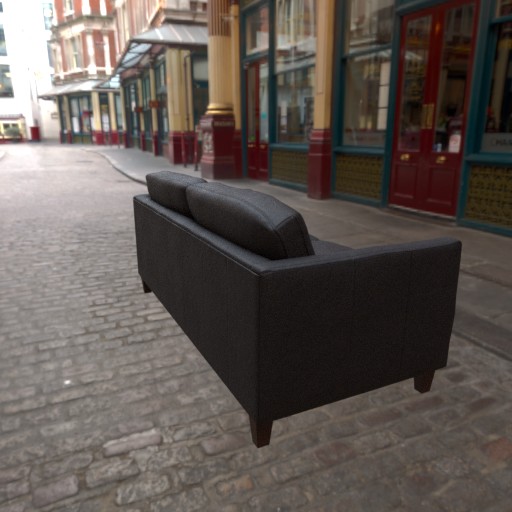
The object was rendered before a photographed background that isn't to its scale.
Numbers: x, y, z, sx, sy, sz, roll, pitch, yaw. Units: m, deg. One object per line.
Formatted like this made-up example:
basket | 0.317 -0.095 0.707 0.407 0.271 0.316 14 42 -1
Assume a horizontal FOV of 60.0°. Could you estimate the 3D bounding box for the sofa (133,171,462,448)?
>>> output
sofa | 0.000 0.000 2.441 0.933 0.863 1.971 -7 17 -25
